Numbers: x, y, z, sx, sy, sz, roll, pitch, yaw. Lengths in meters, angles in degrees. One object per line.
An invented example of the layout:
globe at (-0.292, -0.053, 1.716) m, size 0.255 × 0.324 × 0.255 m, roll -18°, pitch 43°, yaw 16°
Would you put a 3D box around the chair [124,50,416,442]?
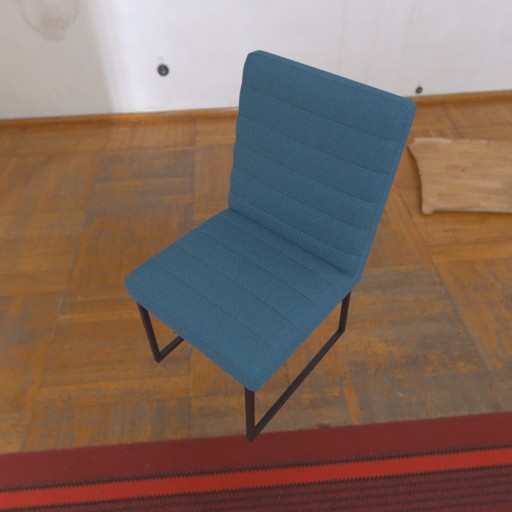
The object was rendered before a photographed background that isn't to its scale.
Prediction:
chair at (0.000, 0.000, 1.335) m, size 0.520 × 0.930 × 0.634 m, roll 31°, pitch 54°, yaw 27°
